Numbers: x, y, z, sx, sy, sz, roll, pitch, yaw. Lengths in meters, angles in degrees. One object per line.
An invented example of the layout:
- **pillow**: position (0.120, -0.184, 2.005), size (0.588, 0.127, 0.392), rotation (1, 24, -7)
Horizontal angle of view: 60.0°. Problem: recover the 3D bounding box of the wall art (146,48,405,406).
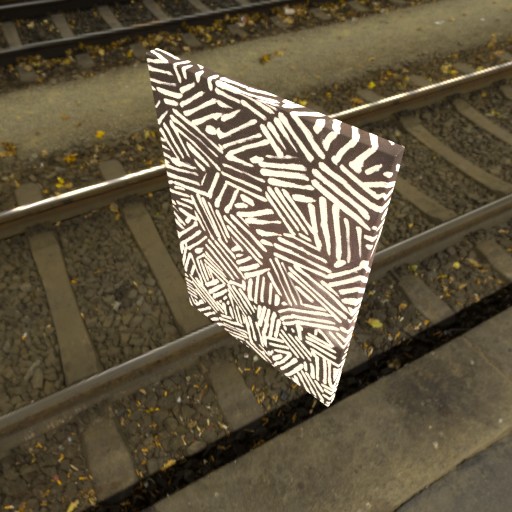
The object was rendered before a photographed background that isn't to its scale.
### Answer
- **wall art**: position (0.000, 0.000, 1.187), size (0.615, 0.918, 0.035), rotation (32, 54, 26)
